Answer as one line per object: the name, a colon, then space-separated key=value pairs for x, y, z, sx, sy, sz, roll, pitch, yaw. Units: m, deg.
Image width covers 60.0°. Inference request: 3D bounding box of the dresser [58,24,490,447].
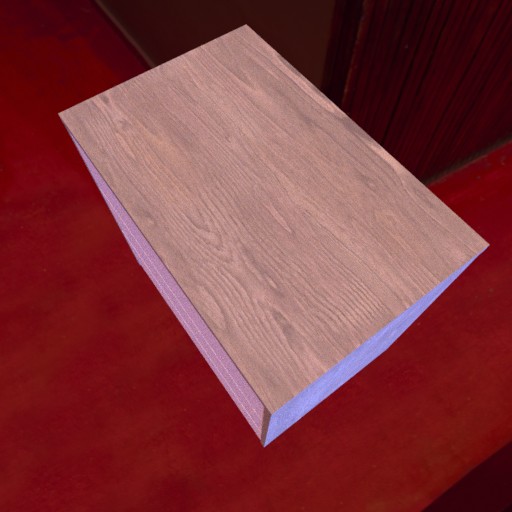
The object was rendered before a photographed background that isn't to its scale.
dresser: x=0.000 y=0.000 z=1.274 sx=0.529 sy=0.762 sz=0.809 roll=-33 pitch=68 yaw=-16
